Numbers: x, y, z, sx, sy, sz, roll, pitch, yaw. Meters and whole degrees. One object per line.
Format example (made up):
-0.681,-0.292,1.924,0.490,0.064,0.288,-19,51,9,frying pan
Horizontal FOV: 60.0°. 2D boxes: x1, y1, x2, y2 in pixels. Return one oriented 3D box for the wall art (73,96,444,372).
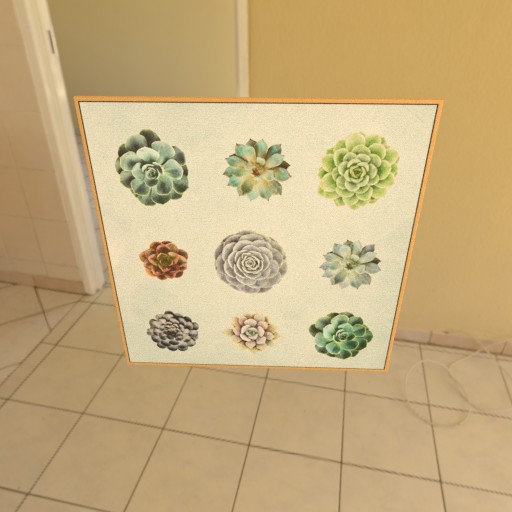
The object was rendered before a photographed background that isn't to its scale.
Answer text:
0.000,0.000,1.401,0.962,0.959,0.013,1,31,2,wall art
